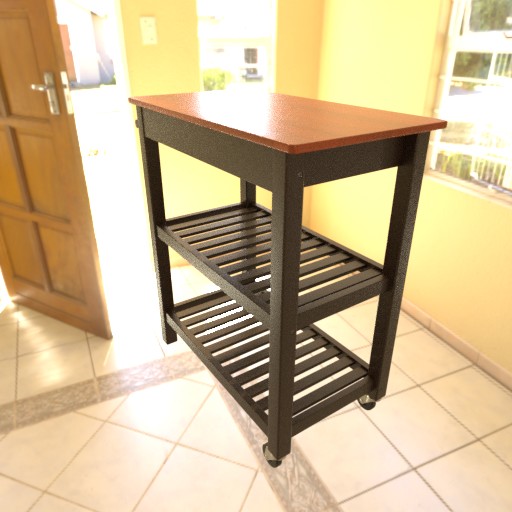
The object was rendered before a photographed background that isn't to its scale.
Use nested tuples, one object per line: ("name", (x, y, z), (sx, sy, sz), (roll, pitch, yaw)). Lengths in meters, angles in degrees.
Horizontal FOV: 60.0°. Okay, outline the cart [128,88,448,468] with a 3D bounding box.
("cart", (0.000, 0.000, 1.430), (0.457, 0.927, 0.899), (-17, 31, -30))
